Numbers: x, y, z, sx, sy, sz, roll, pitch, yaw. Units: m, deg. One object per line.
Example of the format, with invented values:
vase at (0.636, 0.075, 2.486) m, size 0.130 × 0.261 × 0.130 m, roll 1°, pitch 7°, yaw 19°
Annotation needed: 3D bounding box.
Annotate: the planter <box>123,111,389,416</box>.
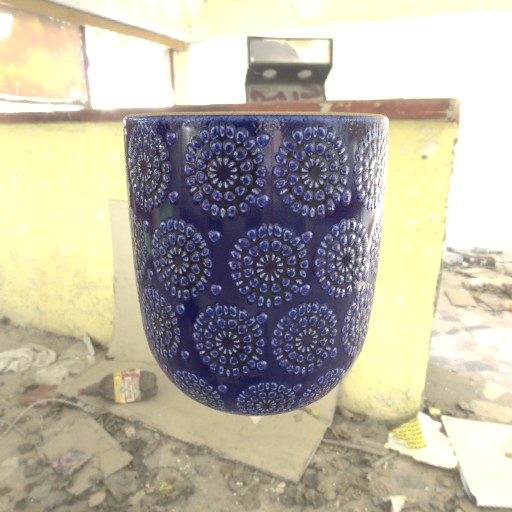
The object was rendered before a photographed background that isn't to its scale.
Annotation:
planter at (0.000, 0.000, 0.342) m, size 0.184 × 0.206 × 0.184 m, roll 0°, pitch 16°, yaw 0°
